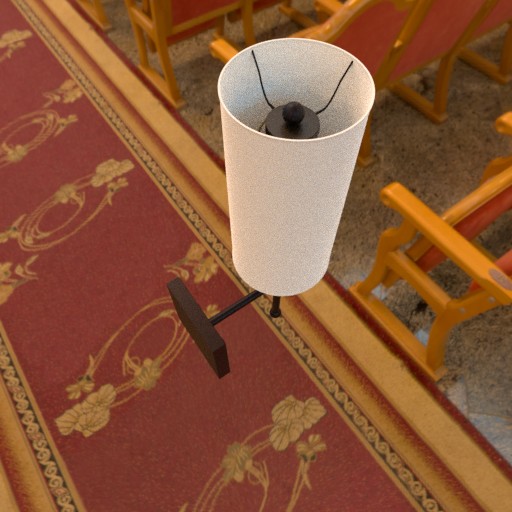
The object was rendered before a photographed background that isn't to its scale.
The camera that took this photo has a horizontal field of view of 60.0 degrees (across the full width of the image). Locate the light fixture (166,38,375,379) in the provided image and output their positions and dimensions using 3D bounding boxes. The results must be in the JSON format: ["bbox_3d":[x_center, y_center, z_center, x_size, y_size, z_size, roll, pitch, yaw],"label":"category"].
[{"bbox_3d":[0.000,0.000,0.547,0.208,0.462,0.128,-31,64,-17],"label":"light fixture"}]
